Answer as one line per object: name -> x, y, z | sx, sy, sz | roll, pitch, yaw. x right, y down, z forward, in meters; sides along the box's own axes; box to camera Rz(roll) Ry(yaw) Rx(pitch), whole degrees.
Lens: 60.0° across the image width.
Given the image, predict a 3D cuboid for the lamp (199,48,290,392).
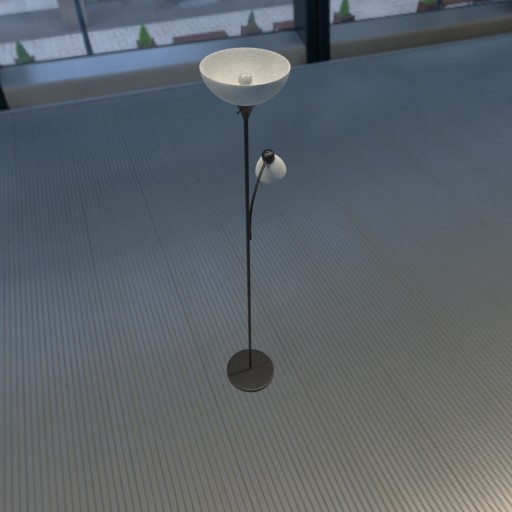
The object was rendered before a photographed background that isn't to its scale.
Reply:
lamp -> 0.000, 0.000, 2.027 | 0.279, 1.804, 0.442 | 17, 48, 16
